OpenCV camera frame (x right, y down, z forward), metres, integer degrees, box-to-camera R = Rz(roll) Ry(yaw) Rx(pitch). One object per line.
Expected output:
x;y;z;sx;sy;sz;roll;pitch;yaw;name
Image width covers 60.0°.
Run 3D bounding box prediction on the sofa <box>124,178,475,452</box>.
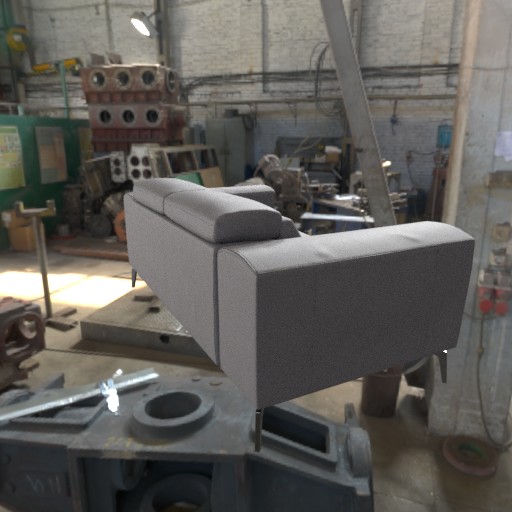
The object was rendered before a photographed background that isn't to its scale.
0.000;0.000;2.374;1.003;0.779;1.895;-8;18;-27;sofa
